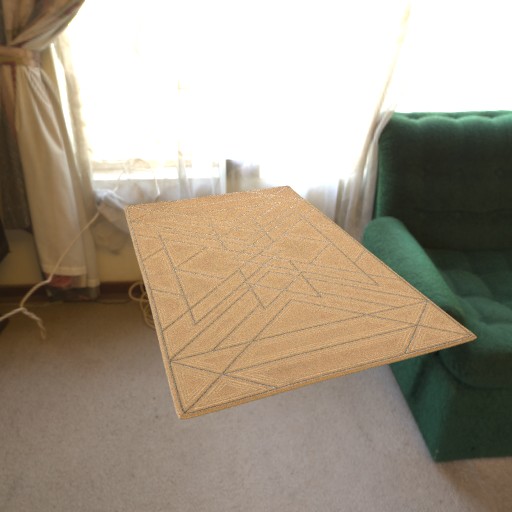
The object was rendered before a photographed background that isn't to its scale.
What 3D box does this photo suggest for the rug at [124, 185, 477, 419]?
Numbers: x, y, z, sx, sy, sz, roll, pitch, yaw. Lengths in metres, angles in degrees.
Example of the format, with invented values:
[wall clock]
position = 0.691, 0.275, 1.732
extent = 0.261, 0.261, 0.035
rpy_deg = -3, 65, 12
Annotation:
[rug]
position = 0.000, 0.000, 3.087
extent = 1.575, 0.023, 2.459
rpy_deg = -10, 30, -17
